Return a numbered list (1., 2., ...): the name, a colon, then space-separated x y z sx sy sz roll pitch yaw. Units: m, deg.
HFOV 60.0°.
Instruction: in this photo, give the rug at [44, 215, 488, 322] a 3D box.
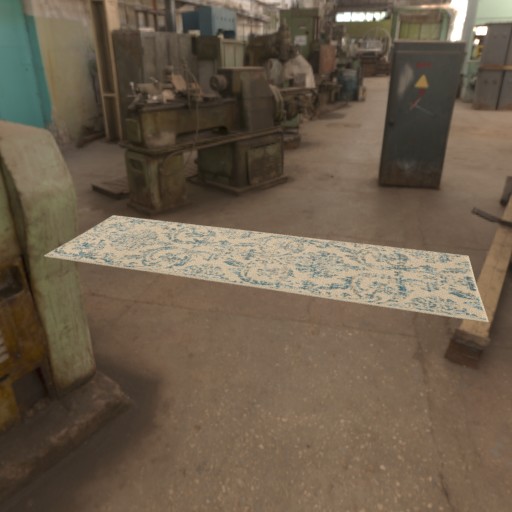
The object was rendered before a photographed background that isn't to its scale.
1. rug: 0.000 0.000 2.392 2.196 0.011 0.662 7 26 15
